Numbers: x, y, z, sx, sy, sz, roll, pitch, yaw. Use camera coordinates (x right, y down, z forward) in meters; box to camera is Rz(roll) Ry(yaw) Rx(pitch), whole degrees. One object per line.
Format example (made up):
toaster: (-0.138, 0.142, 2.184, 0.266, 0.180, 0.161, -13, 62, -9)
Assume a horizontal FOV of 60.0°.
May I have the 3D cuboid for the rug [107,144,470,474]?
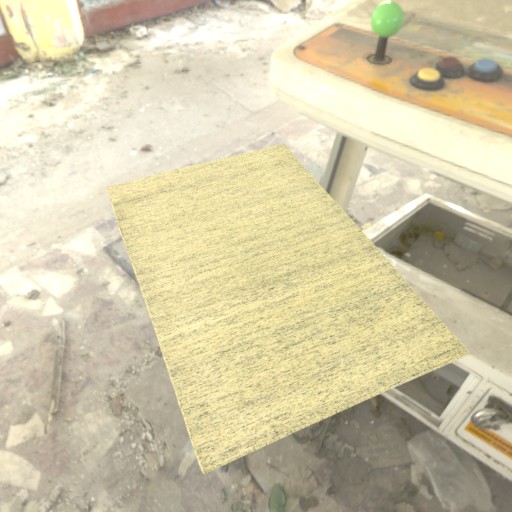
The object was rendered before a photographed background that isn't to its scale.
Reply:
rug: (0.000, 0.000, 2.880, 1.523, 0.017, 2.263, -18, 49, -16)
